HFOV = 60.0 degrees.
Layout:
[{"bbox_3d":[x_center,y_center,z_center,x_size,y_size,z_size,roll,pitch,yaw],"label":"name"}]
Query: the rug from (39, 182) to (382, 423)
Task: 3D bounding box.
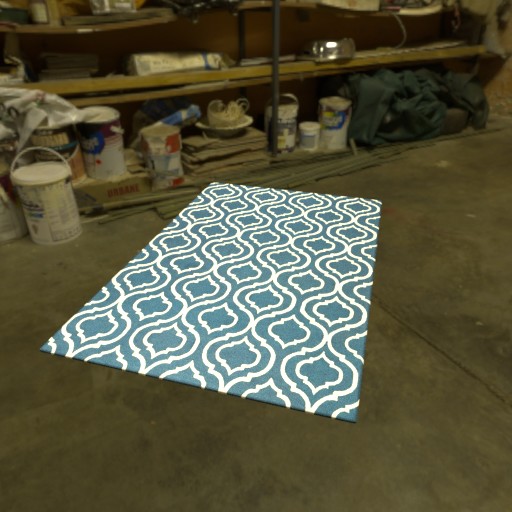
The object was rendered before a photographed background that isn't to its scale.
[{"bbox_3d":[0.000,0.000,2.203,1.143,0.010,1.753,8,31,14],"label":"rug"}]
